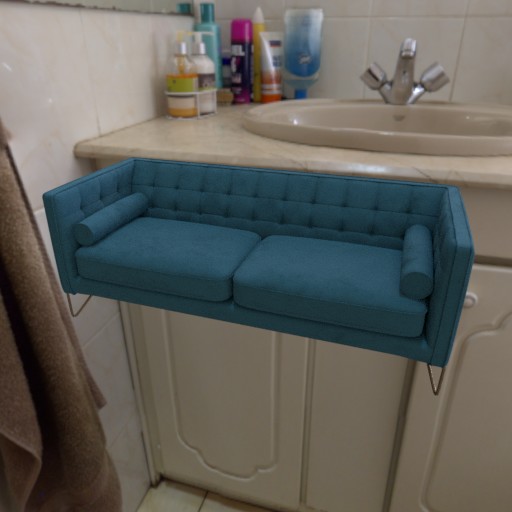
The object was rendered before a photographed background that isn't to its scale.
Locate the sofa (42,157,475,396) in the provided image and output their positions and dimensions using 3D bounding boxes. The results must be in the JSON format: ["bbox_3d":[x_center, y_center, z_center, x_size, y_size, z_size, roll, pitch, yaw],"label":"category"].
[{"bbox_3d":[0.000,0.000,2.506,2.087,0.789,0.867,8,27,17],"label":"sofa"}]
